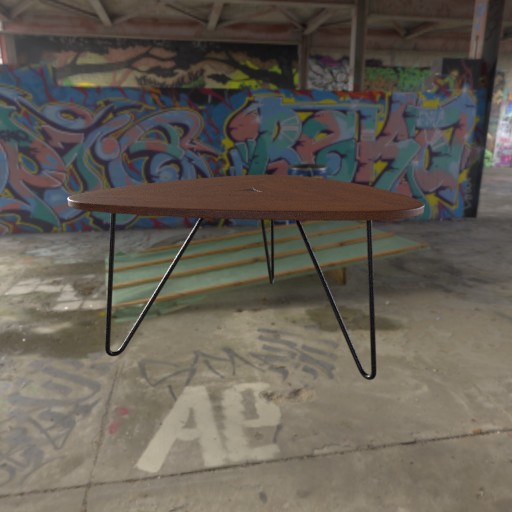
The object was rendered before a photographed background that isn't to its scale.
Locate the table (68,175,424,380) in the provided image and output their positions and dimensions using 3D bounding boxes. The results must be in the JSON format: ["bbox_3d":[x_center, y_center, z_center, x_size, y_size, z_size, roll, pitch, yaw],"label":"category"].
[{"bbox_3d":[0.000,0.000,1.325,0.833,0.413,0.821,3,16,10],"label":"table"}]
